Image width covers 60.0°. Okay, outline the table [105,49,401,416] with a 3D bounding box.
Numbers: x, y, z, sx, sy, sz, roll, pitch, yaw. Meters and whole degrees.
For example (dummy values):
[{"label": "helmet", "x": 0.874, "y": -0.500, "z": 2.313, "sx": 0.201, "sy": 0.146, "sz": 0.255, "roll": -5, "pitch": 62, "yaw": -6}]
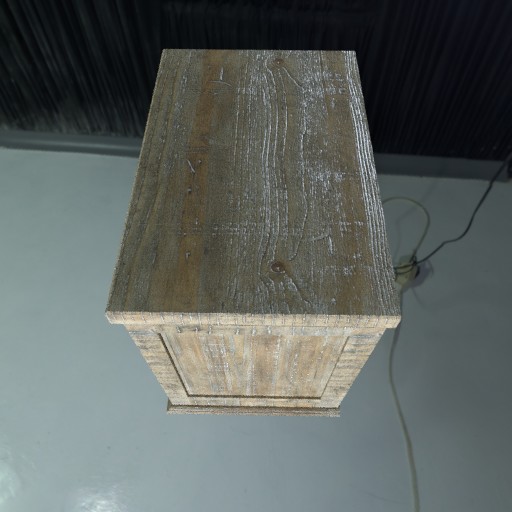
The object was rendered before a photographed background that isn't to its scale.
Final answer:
[{"label": "table", "x": 0.000, "y": 0.000, "z": 1.144, "sx": 0.457, "sy": 0.711, "sz": 0.686, "roll": 1, "pitch": 57, "yaw": 1}]
